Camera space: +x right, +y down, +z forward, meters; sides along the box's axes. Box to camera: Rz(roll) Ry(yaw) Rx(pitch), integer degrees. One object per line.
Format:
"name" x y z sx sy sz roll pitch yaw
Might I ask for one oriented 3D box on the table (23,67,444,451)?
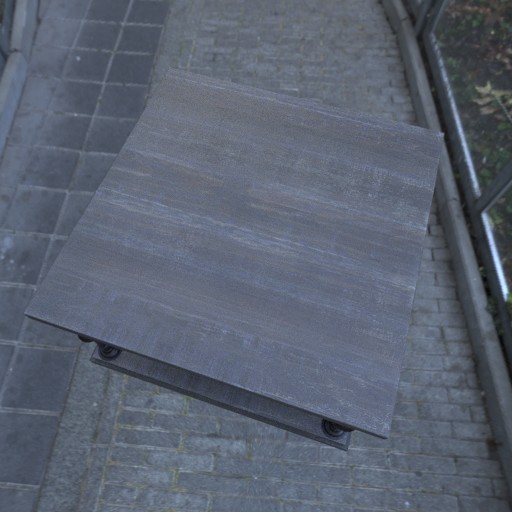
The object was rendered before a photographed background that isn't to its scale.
"table" 0.000 0.000 1.114 0.696 0.400 0.696 16 65 8
